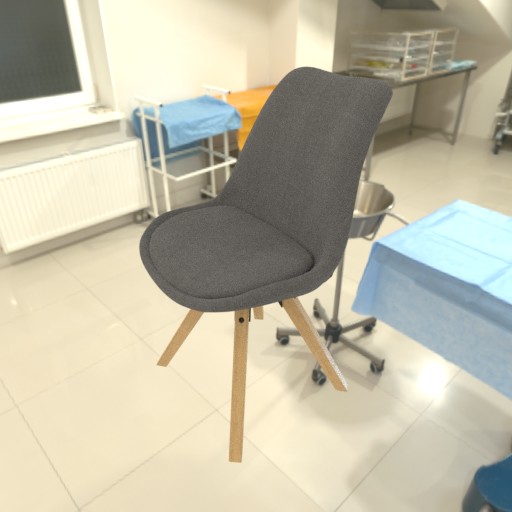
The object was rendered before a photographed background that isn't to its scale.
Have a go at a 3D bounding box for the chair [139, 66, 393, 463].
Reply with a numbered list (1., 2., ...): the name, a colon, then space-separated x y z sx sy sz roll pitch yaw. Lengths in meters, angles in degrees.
1. chair: 0.000 0.000 1.158 0.550 0.850 0.485 -21 38 -31
